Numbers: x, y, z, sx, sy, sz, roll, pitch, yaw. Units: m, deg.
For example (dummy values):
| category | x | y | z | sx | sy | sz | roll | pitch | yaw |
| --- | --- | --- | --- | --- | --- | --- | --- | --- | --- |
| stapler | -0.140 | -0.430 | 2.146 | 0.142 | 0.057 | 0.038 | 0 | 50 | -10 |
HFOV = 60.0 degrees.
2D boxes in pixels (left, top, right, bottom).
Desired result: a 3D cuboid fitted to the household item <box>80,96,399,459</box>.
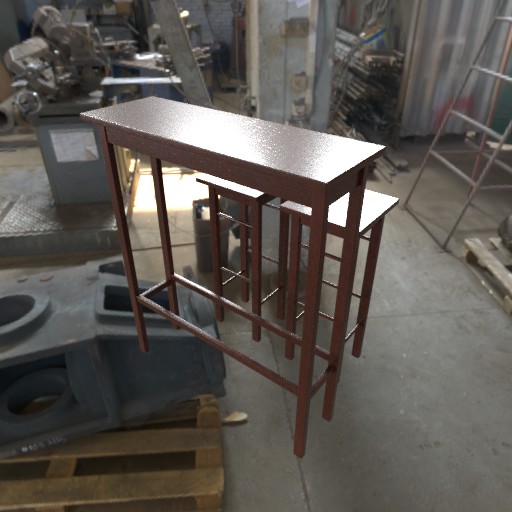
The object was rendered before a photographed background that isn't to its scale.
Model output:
| category | x | y | z | sx | sy | sz | roll | pitch | yaw |
| --- | --- | --- | --- | --- | --- | --- | --- | --- | --- |
| household item | 0.000 | 0.000 | 1.699 | 0.914 | 1.067 | 0.676 | 23 | 39 | 31 |
